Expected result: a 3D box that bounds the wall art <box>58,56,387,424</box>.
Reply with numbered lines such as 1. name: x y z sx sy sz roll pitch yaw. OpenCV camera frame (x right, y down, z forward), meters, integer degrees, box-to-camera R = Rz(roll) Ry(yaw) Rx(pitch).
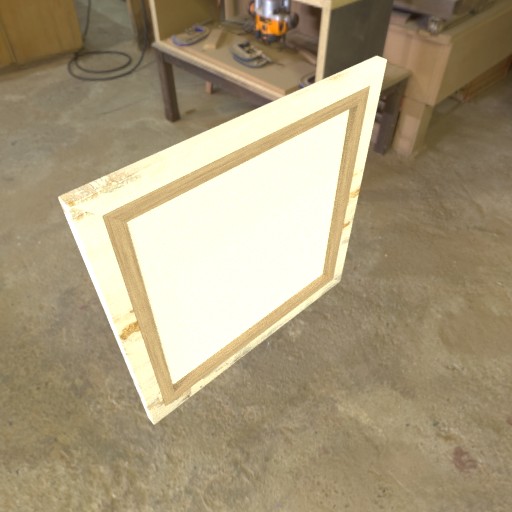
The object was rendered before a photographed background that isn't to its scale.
1. wall art: 0.000 0.000 1.465 1.015 1.018 0.040 -33 55 -27
